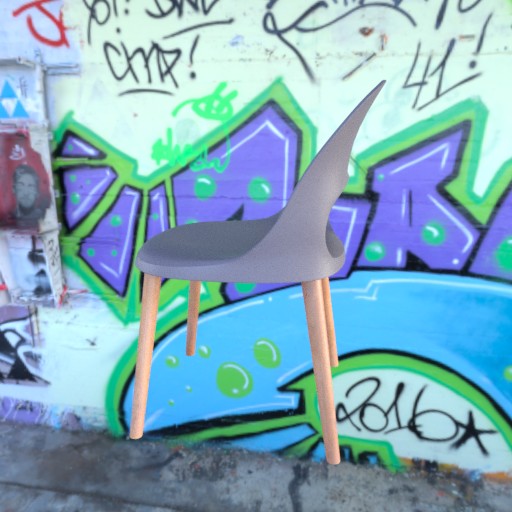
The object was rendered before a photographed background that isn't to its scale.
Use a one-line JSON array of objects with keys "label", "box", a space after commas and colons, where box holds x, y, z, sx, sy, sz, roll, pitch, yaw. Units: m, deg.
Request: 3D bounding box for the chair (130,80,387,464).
[{"label": "chair", "box": [0.000, 0.000, 1.096, 0.556, 0.795, 0.470, 3, 15, 9]}]
